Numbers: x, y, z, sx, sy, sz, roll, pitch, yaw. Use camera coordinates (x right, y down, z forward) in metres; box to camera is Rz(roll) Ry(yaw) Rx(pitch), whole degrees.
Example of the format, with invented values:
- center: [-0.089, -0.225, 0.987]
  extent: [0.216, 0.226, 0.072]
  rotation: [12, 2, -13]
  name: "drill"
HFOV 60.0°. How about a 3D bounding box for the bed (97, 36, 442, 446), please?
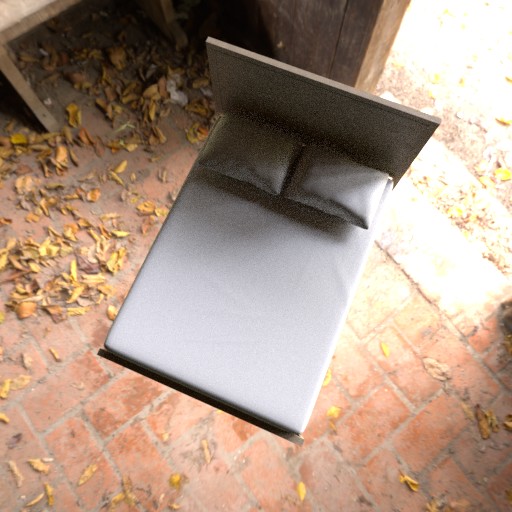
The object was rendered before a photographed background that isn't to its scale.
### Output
- center: [0.000, 0.000, 3.241]
  extent: [1.606, 1.369, 2.189]
  rotation: [22, 75, 6]
  name: "bed"
